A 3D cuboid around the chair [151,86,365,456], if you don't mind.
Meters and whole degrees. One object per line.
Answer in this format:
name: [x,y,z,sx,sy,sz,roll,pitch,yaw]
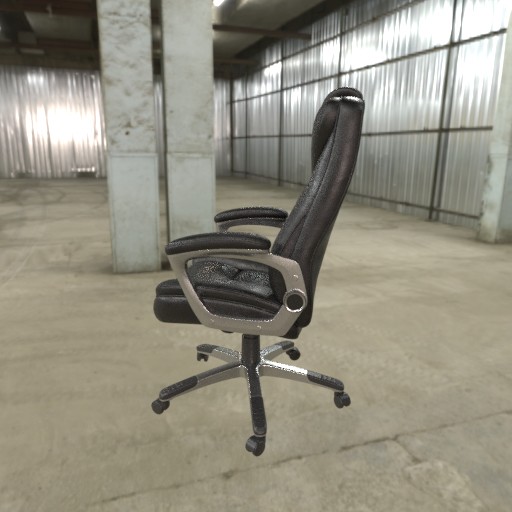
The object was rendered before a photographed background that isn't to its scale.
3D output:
chair: [0.000,0.000,1.531,0.689,1.075,0.697,2,14,9]
